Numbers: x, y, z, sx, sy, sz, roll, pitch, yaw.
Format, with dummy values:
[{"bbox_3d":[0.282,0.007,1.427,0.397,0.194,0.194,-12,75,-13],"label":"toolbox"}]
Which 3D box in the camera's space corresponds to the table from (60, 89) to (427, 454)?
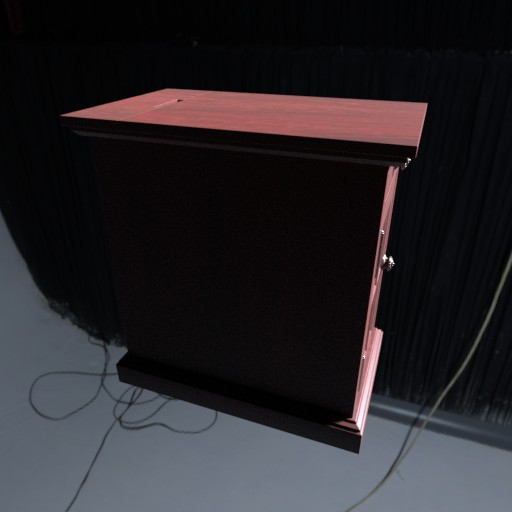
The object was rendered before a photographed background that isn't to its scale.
[{"bbox_3d":[0.000,0.000,0.958,0.584,0.612,0.356,10,30,18],"label":"table"}]
